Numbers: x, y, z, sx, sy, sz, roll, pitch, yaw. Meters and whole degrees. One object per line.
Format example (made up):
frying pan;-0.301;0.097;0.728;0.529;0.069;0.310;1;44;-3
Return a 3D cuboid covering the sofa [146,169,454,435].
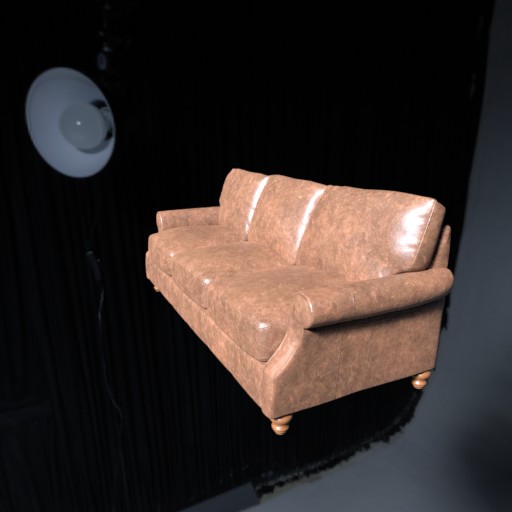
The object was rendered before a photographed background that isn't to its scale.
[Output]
sofa;0.000;0.000;2.837;0.973;0.977;2.351;-7;16;-25
